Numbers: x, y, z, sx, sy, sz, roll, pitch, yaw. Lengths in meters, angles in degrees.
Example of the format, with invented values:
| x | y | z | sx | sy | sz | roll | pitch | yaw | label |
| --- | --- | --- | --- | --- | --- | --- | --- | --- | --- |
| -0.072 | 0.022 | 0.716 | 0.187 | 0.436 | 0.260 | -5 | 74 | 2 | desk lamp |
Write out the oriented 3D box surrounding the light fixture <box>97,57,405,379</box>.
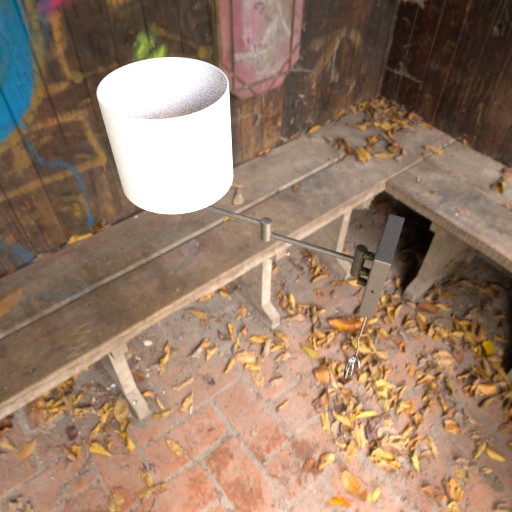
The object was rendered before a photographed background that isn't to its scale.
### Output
| x | y | z | sx | sy | sz | roll | pitch | yaw | label |
| --- | --- | --- | --- | --- | --- | --- | --- | --- | --- |
| 0.000 | 0.000 | 0.888 | 0.516 | 0.651 | 0.203 | 18 | 50 | 15 | light fixture |
